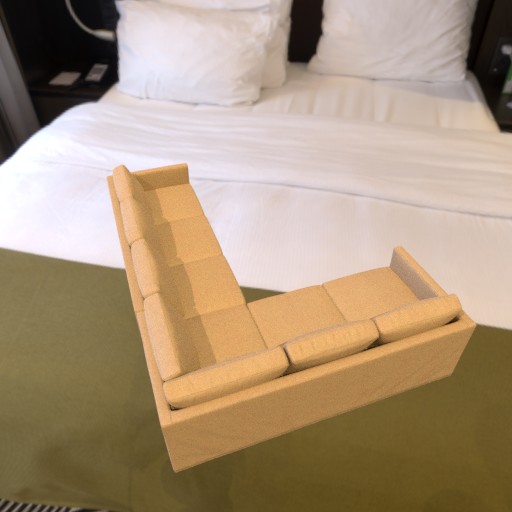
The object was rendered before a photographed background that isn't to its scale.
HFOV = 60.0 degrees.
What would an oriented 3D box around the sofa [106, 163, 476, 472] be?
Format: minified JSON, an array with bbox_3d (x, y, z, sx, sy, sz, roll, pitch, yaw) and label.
[{"bbox_3d":[0.000,0.000,4.327,2.432,0.871,3.182,-14,43,-15],"label":"sofa"}]
